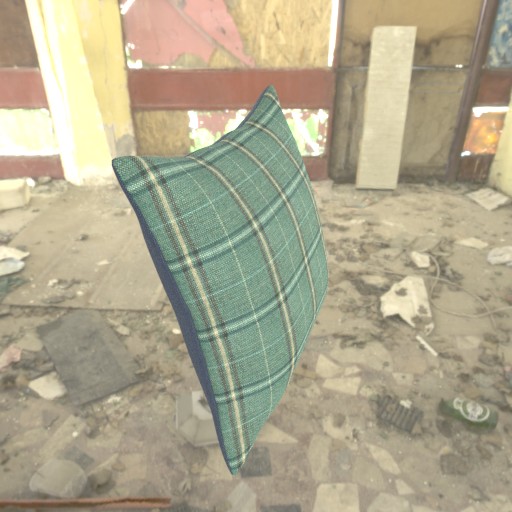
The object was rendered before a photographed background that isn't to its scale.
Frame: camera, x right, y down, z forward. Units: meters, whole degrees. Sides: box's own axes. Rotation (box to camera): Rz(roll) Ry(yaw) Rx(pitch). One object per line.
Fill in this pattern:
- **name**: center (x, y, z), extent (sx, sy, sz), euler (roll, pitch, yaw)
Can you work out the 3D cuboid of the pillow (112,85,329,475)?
- **pillow**: center (0.000, 0.000, 0.686), extent (0.200, 0.430, 0.453), euler (11, 31, 18)
